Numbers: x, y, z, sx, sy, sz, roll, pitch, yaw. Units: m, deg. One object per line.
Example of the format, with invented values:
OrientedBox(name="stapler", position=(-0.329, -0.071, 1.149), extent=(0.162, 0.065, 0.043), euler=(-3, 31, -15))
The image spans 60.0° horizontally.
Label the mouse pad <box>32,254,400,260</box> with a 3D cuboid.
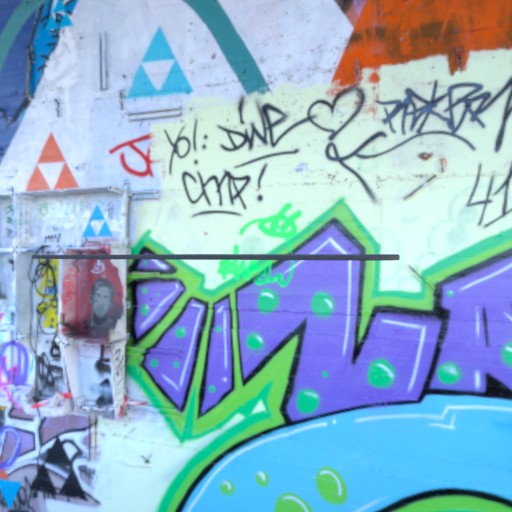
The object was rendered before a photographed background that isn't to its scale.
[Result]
OrientedBox(name="mouse pad", position=(0.000, 0.000, 0.343), extent=(0.211, 0.002, 0.249), euler=(0, 0, 18))
